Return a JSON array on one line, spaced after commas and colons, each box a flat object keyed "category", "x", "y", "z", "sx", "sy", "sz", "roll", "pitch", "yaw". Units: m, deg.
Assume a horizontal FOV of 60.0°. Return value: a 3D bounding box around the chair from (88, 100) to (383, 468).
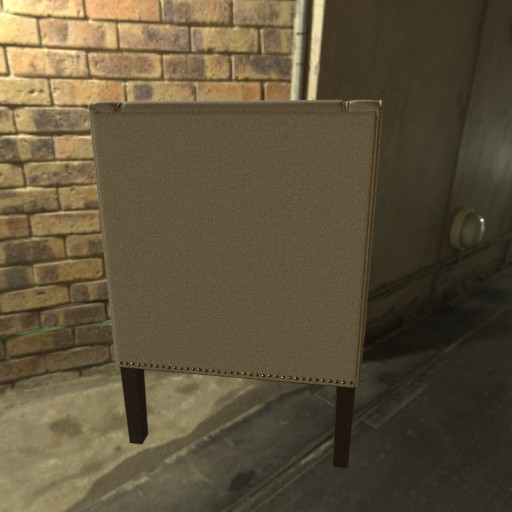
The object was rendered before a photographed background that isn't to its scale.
[{"category": "chair", "x": 0.000, "y": 0.000, "z": 1.338, "sx": 0.610, "sy": 0.864, "sz": 0.737, "roll": 3, "pitch": 18, "yaw": 9}]
